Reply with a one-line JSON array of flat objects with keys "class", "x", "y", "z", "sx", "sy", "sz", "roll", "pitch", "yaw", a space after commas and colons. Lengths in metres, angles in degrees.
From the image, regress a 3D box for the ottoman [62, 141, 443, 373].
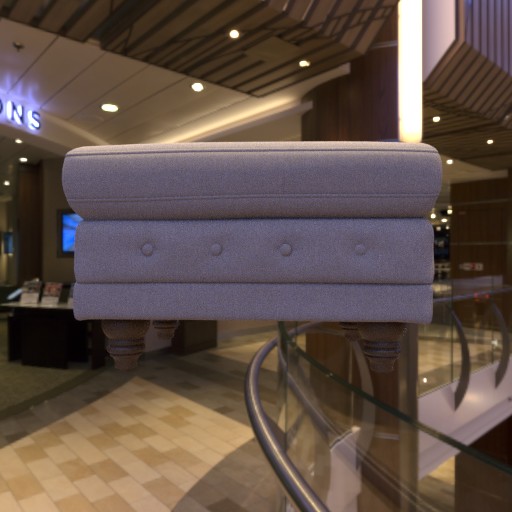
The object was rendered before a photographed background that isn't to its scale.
[{"class": "ottoman", "x": 0.000, "y": 0.000, "z": 1.146, "sx": 0.771, "sy": 0.500, "sz": 0.569, "roll": 0, "pitch": 0, "yaw": 3}]
